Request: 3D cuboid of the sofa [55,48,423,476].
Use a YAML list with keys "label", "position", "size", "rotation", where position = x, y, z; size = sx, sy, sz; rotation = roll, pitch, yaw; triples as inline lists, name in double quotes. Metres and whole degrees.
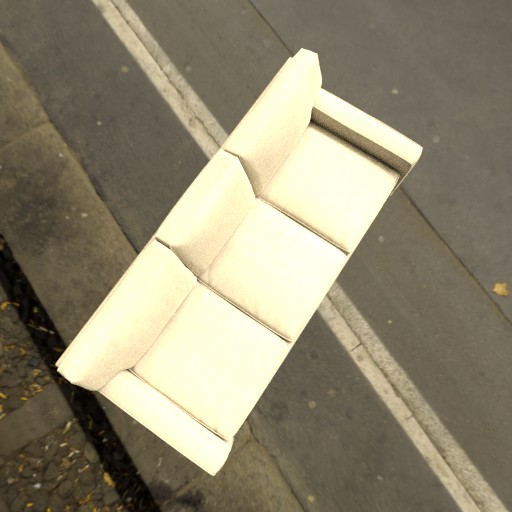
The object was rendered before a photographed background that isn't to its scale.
- label: "sofa"
  position: [0.000, 0.000, 2.498]
  size: [0.936, 0.862, 2.093]
  rotation: [33, 78, 8]
